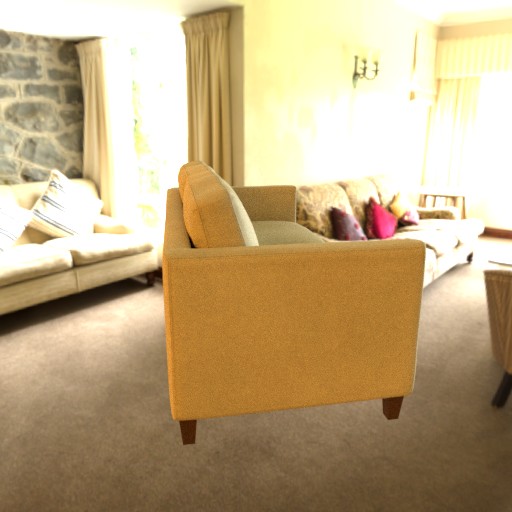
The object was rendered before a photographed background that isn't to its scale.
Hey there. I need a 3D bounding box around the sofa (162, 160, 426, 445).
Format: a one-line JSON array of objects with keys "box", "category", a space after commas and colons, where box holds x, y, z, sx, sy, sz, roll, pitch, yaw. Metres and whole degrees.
[{"box": [0.000, 0.000, 2.398, 0.950, 0.940, 1.846, -3, 16, -10], "category": "sofa"}]
